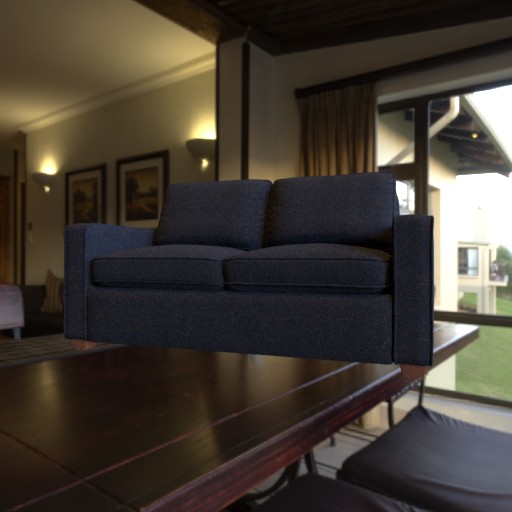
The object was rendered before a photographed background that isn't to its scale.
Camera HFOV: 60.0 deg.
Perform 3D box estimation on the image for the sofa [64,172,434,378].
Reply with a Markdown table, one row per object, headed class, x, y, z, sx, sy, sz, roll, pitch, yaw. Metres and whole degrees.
| class | x | y | z | sx | sy | sz | roll | pitch | yaw |
| --- | --- | --- | --- | --- | --- | --- | --- | --- | --- |
| sofa | 0.000 | 0.000 | 2.320 | 1.709 | 0.918 | 0.947 | 0 | 0 | 19 |
